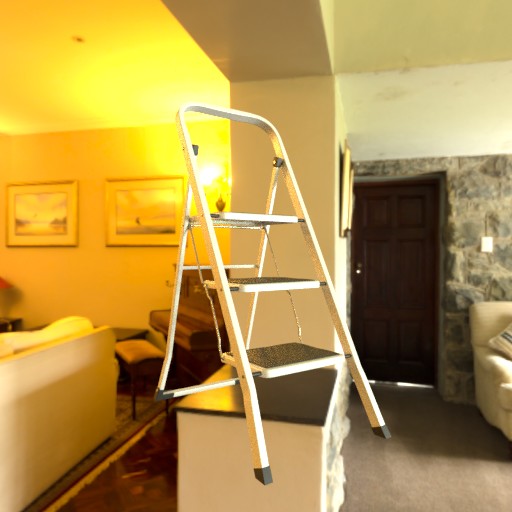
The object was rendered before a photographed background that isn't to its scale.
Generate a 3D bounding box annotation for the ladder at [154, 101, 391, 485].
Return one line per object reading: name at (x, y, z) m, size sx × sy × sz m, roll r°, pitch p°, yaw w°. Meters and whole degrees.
ladder at (0.000, 0.000, 1.438) m, size 0.460 × 1.050 × 0.711 m, roll 0°, pitch 1°, yaw -36°
